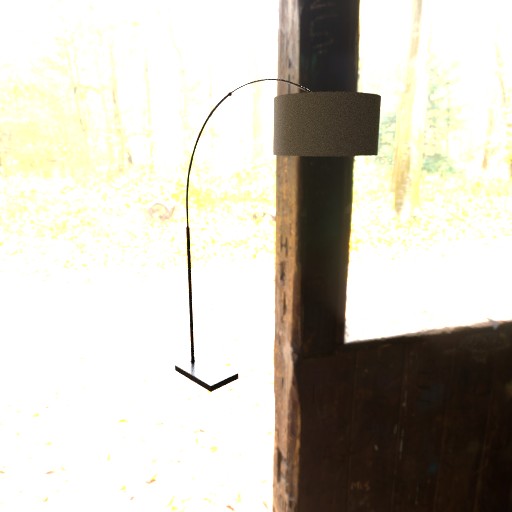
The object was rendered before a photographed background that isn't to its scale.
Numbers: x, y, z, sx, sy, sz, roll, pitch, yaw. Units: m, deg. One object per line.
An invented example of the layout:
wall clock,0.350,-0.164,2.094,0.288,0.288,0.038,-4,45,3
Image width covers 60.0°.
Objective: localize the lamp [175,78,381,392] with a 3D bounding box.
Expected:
lamp,0.000,0.000,2.587,0.493,1.927,1.424,-13,19,-43
